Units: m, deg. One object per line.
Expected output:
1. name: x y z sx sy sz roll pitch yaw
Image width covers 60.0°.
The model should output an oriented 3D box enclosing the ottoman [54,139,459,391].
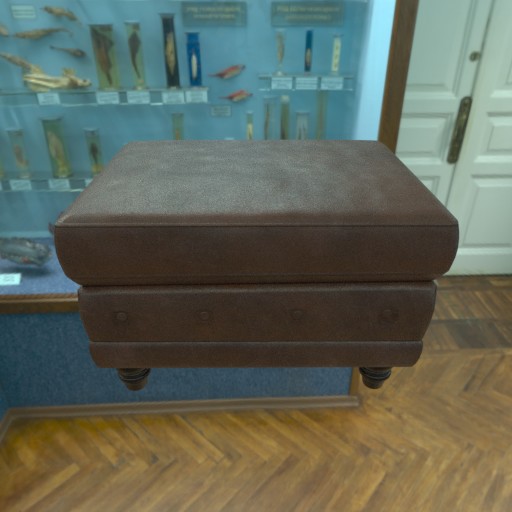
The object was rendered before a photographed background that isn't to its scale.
1. ottoman: 0.000 0.000 1.197 0.795 0.509 0.588 0 29 0
